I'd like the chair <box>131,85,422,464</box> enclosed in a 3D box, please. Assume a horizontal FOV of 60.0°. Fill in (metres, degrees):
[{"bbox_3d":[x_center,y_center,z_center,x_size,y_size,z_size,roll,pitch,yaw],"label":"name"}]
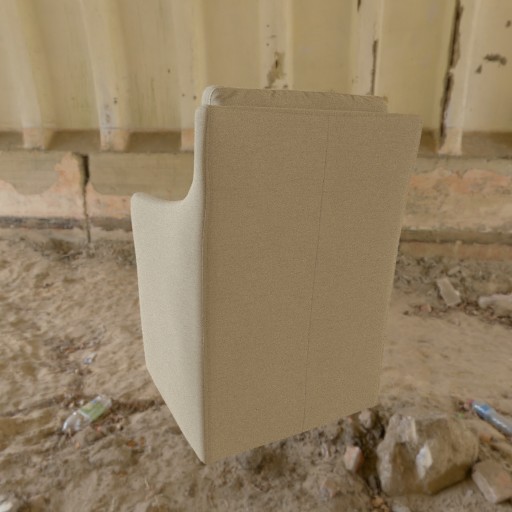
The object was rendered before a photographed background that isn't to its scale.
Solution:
[{"bbox_3d":[0.000,0.000,1.354,0.626,0.914,0.694,-7,16,-27],"label":"chair"}]
